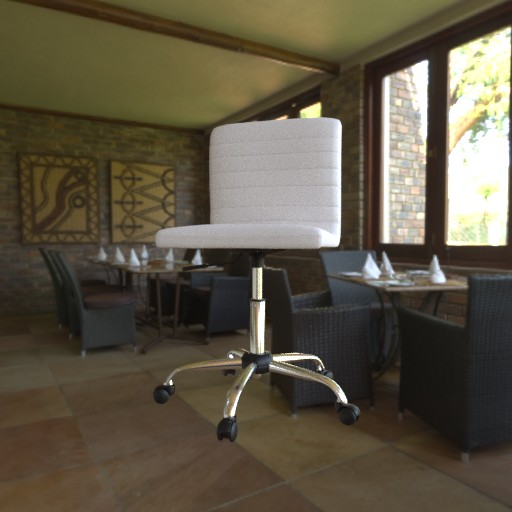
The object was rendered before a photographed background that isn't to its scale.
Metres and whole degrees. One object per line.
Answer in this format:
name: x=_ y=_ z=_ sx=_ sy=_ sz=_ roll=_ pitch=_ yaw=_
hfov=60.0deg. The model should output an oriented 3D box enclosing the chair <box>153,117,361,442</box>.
chair: x=0.000 y=0.000 z=1.101 sx=0.520 sy=0.750 sz=0.455 roll=1 pitch=3 yaw=17
